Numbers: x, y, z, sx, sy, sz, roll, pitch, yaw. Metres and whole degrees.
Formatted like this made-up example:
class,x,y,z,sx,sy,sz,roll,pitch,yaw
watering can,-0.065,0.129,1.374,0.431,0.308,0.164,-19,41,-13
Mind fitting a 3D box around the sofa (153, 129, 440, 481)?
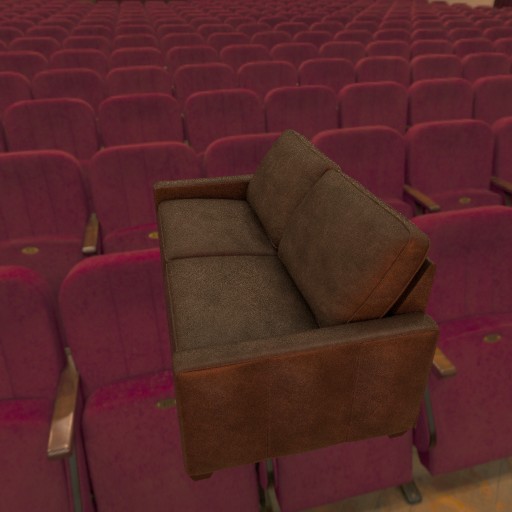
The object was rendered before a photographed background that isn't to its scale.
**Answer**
class,x,y,z,sx,sy,sz,roll,pitch,yaw
sofa,0.000,0.000,2.225,0.939,0.916,1.732,-7,31,-12
